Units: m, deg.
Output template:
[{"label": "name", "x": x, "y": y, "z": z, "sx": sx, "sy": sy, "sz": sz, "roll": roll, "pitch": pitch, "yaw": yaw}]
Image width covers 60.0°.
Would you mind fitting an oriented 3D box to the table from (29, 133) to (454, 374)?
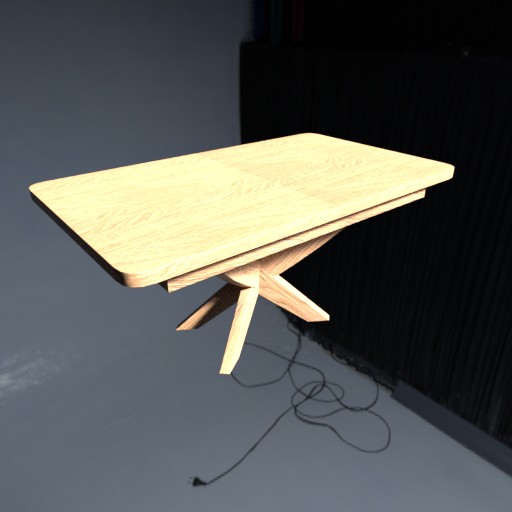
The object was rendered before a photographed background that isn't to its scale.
[{"label": "table", "x": 0.000, "y": 0.000, "z": 2.057, "sx": 1.600, "sy": 0.770, "sz": 0.950, "roll": -20, "pitch": 33, "yaw": -34}]
